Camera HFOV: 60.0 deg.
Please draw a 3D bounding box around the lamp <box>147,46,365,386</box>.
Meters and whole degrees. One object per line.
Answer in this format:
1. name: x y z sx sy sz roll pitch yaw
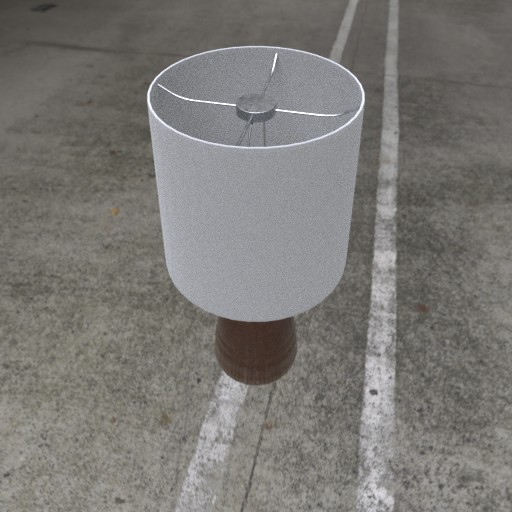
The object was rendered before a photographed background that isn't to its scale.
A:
1. lamp: 0.000 0.000 0.471 0.186 0.369 0.186 0 46 0
